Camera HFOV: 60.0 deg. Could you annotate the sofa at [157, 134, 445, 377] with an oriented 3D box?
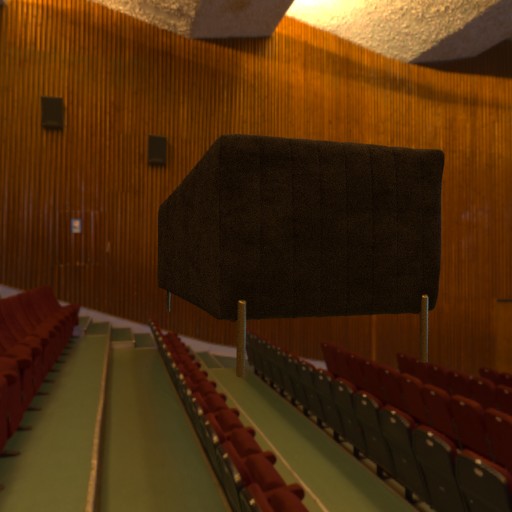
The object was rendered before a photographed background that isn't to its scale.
[{"bbox_3d":[0.000,0.000,2.402,0.876,0.780,1.980,0,-1,-18],"label":"sofa"}]
